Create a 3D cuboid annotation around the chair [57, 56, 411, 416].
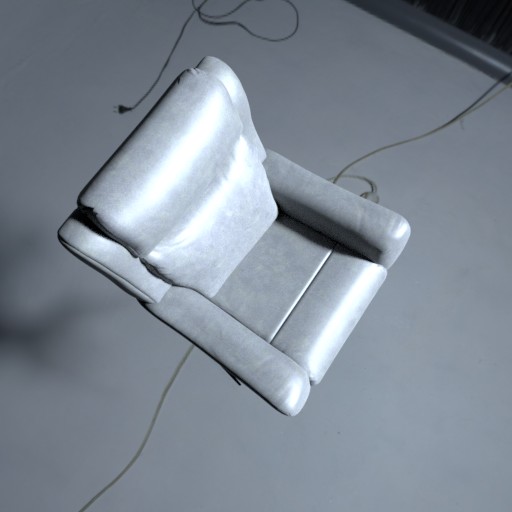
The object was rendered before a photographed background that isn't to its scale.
[{"bbox_3d":[0.000,0.000,1.891,1.068,1.116,0.967,34,78,8],"label":"chair"}]
